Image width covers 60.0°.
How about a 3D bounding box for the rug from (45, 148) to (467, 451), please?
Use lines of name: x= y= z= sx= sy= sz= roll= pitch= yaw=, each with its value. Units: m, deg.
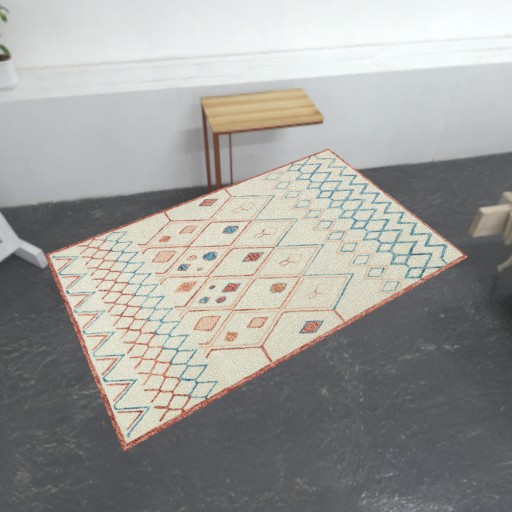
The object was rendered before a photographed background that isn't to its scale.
rug: x=0.000 y=0.000 z=3.014 sx=2.438 sy=0.015 sz=1.524 roll=-24 pitch=52 yaw=-21
